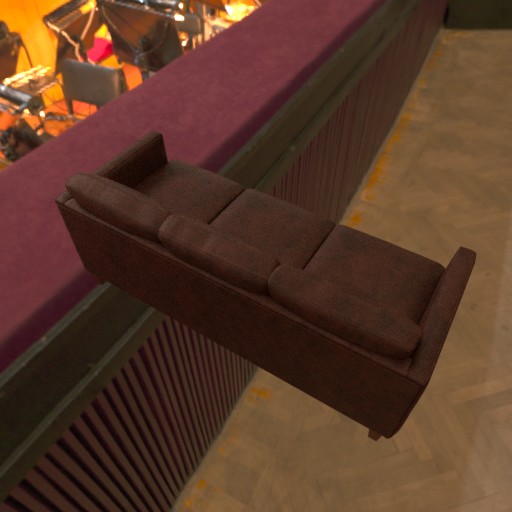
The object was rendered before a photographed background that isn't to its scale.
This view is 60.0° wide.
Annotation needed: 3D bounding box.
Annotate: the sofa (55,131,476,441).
[{"bbox_3d":[0.000,0.000,2.947,2.464,1.006,1.045,25,52,21],"label":"sofa"}]
